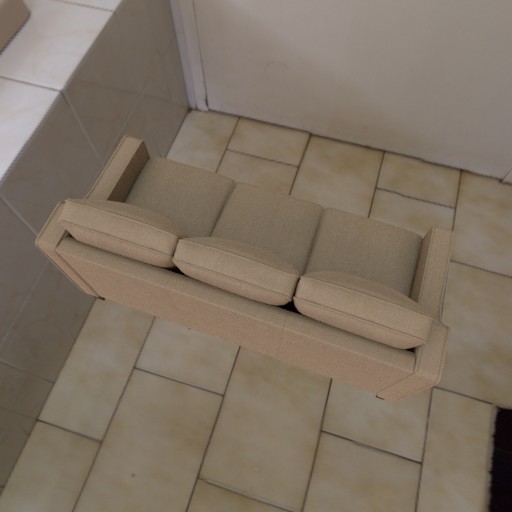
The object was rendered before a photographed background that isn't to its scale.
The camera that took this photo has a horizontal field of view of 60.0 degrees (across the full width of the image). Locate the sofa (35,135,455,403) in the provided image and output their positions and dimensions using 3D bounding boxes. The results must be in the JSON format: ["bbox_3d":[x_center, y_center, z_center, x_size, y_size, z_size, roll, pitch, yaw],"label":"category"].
[{"bbox_3d":[0.000,0.000,2.509,1.986,0.974,0.911,18,66,8],"label":"sofa"}]
